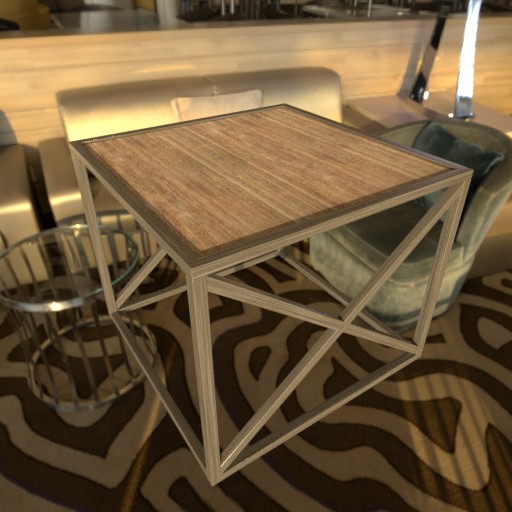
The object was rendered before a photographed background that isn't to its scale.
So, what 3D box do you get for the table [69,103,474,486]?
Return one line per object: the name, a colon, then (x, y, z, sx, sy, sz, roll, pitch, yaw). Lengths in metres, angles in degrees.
table: (0.000, 0.000, 1.068, 0.611, 0.507, 0.609, -20, 38, -28)
